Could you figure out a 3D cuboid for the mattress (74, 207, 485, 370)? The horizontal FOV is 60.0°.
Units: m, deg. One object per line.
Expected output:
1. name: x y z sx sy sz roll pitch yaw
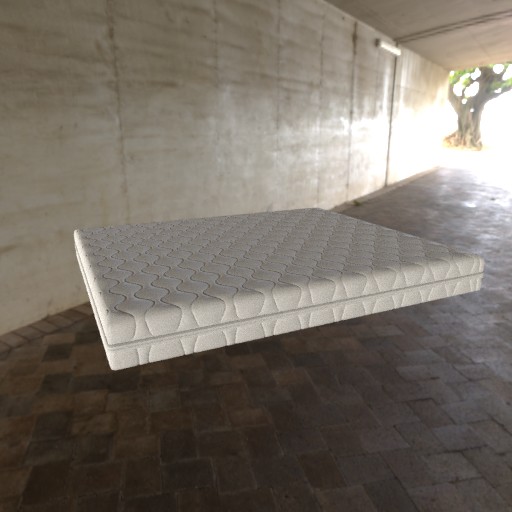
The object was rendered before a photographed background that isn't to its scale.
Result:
1. mattress: 0.000 0.000 2.626 1.900 0.200 1.600 -8 18 -24
